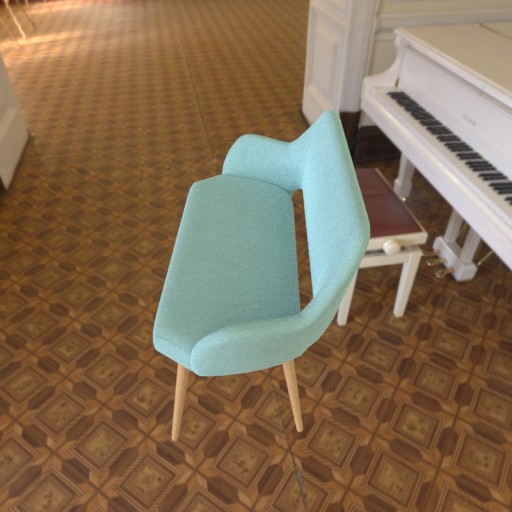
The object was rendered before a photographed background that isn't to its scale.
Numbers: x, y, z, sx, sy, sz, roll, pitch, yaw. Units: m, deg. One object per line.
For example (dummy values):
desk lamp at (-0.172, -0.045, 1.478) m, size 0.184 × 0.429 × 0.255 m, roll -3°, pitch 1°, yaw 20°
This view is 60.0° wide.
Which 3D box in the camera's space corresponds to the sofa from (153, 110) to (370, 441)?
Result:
sofa at (0.000, 0.000, 1.672) m, size 0.610 × 0.840 × 1.150 m, roll 1°, pitch 40°, yaw 1°
